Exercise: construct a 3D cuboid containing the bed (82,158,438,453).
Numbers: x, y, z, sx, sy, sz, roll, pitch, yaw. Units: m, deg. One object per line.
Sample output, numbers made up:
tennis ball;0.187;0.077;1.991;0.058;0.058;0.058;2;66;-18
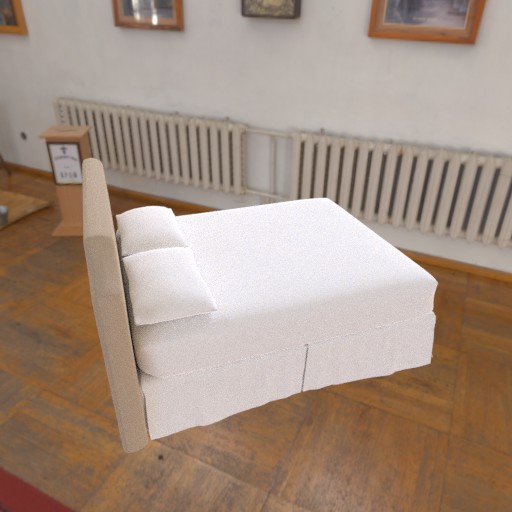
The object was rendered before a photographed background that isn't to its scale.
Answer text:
bed;0.000;0.000;3.268;2.204;1.301;1.828;-10;30;-17
